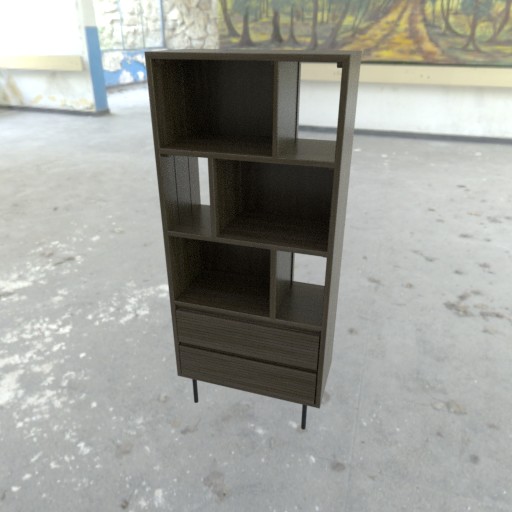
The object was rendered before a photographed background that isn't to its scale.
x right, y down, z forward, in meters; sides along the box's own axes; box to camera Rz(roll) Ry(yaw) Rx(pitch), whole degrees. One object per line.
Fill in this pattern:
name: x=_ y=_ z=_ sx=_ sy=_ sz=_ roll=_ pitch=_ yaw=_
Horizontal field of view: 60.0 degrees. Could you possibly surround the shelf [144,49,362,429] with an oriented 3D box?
shelf: x=0.000 y=0.000 z=1.840 sx=0.670 sy=1.545 sz=0.323 roll=8 pitch=28 yaw=16
